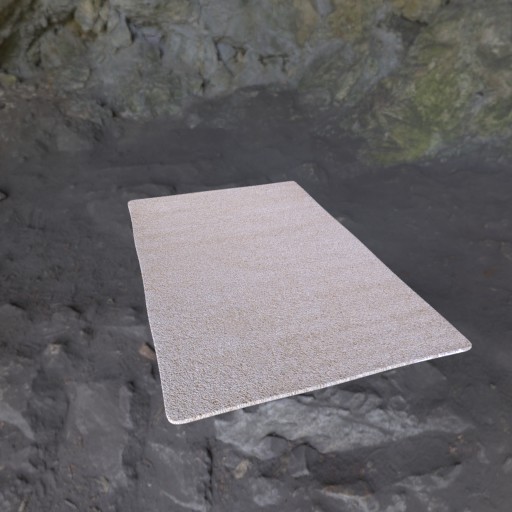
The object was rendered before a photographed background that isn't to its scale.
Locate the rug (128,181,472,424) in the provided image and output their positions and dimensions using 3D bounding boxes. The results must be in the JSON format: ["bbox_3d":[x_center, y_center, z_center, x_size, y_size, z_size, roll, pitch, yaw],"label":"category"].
[{"bbox_3d":[0.000,0.000,2.944,1.500,0.026,2.349,-9,32,-15],"label":"rug"}]
